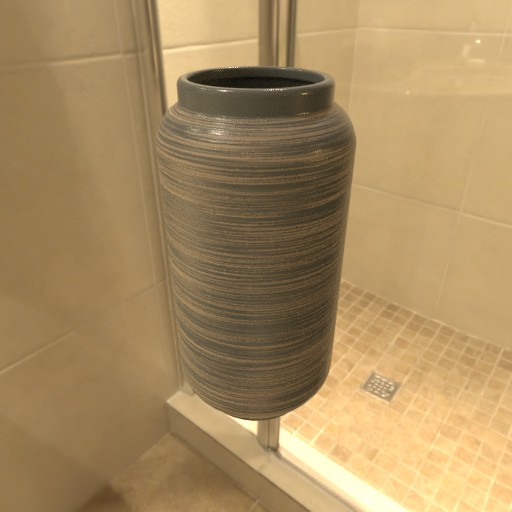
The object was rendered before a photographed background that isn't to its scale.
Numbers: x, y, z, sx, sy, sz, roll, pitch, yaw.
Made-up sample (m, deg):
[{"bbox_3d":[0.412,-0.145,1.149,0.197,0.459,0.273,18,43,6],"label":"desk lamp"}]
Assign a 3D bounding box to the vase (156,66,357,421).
[{"bbox_3d":[0.000,0.000,0.302,0.116,0.230,0.116,0,30,0],"label":"vase"}]
